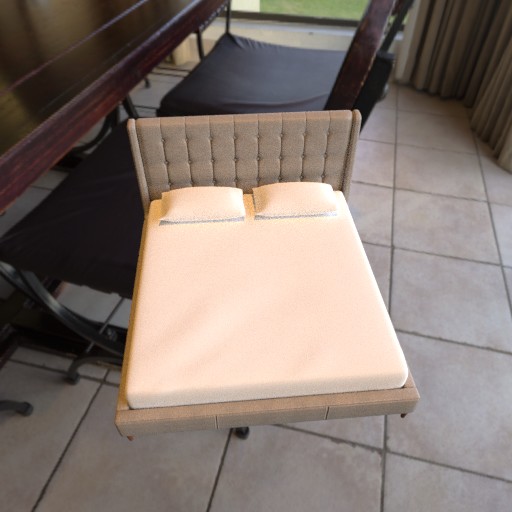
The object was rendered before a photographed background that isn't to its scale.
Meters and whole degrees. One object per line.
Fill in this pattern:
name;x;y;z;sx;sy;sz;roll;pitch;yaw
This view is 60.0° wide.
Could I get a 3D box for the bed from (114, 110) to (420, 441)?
bed;0.000;0.000;3.561;2.062;1.289;2.342;-3;45;-3
